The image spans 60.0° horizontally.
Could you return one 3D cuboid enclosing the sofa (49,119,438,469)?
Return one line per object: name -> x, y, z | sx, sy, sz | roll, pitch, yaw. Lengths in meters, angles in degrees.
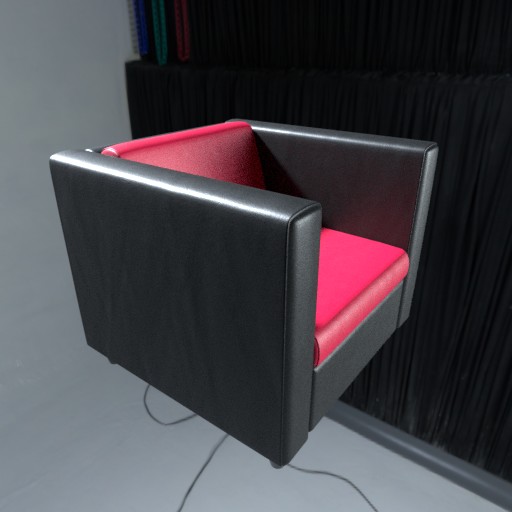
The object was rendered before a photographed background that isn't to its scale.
sofa -> 0.000, 0.000, 1.428 | 0.809, 0.724, 0.839 | 18, 31, 33
